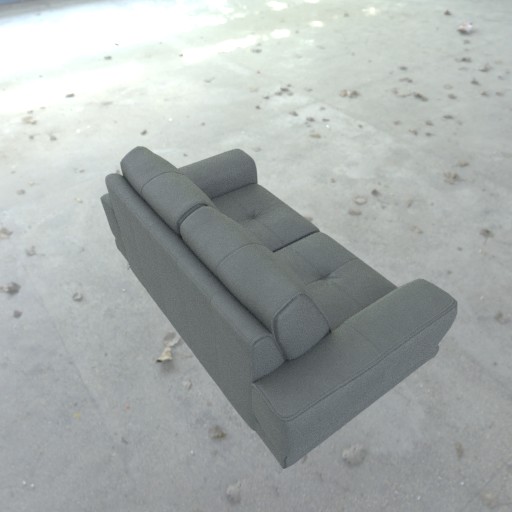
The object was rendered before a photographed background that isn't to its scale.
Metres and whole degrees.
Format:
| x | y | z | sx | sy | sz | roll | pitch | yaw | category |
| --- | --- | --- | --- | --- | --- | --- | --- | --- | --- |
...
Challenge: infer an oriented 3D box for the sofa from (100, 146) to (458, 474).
| x | y | z | sx | sy | sz | roll | pitch | yaw | category |
| --- | --- | --- | --- | --- | --- | --- | --- | --- | --- |
| 0.000 | 0.000 | 2.346 | 1.018 | 0.907 | 1.806 | -26 | 48 | -26 | sofa |
